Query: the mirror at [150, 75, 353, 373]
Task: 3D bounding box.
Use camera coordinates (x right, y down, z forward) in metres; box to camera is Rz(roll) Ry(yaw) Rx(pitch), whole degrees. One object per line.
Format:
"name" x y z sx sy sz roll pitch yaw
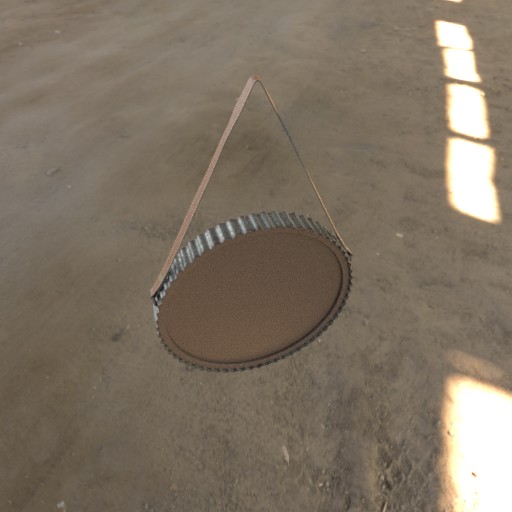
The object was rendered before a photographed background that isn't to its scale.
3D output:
"mirror" 0.000 0.000 0.714 0.355 0.568 0.042 -12 43 -13
